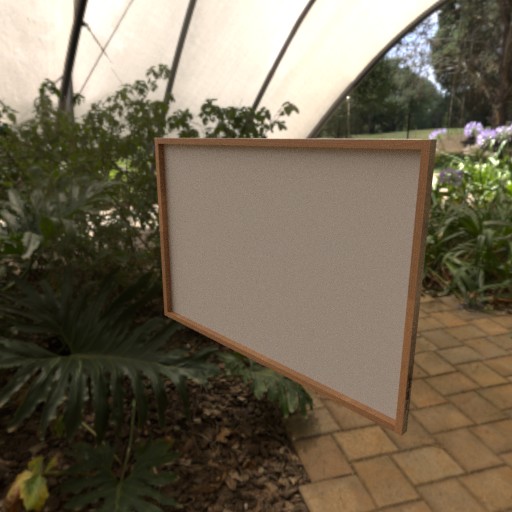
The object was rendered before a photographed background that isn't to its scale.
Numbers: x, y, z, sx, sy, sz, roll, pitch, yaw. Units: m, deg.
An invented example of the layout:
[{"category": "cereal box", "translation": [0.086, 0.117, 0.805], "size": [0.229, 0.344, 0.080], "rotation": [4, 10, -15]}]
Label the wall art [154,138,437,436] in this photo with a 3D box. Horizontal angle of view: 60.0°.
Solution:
[{"category": "wall art", "translation": [0.000, 0.000, 1.184], "size": [0.023, 0.607, 0.914], "rotation": [-14, 21, -42]}]
